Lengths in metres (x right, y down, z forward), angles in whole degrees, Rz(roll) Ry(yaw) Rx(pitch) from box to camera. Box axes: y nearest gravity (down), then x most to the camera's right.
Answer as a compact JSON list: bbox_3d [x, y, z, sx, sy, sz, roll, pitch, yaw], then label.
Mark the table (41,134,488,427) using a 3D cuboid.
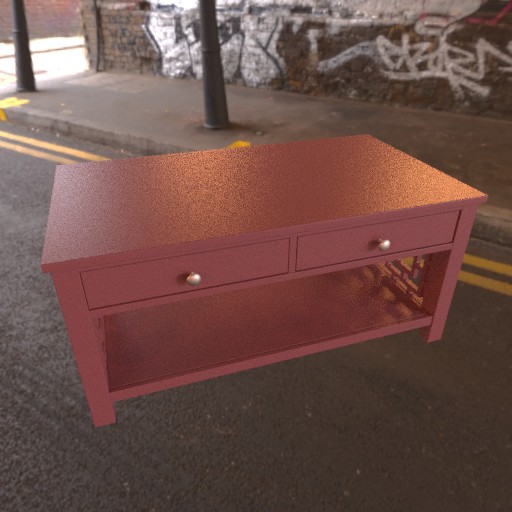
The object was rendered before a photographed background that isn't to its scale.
[{"bbox_3d":[0.000,0.000,1.361,1.068,0.493,0.612,-10,32,-16],"label":"table"}]
